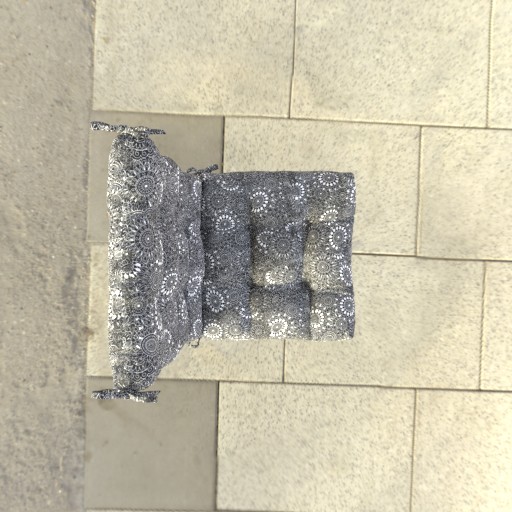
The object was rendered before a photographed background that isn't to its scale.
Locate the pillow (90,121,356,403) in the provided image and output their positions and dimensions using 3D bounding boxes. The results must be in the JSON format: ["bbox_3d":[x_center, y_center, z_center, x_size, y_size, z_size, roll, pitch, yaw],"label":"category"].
[{"bbox_3d":[0.000,0.000,1.033,0.571,0.605,0.519,0,91,0],"label":"pillow"}]
